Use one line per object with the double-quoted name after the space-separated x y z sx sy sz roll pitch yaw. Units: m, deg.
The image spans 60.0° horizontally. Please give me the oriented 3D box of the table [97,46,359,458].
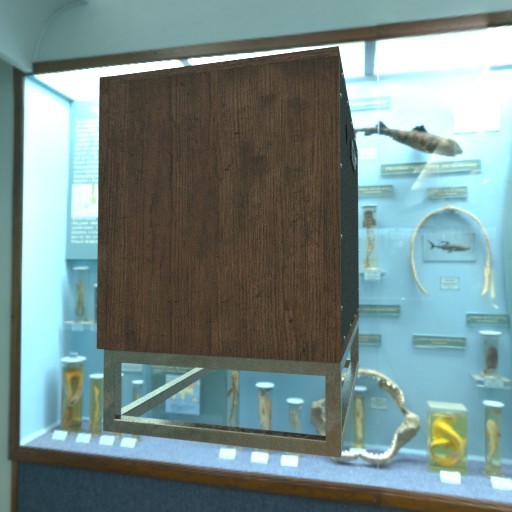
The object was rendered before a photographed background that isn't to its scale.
0.000 0.000 1.237 0.542 0.746 0.767 0 -2 15 "table"
